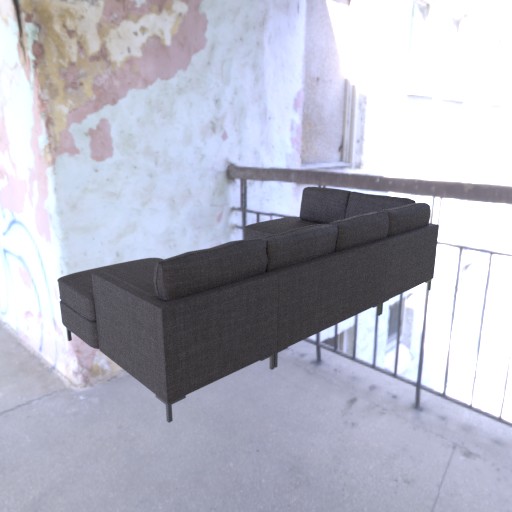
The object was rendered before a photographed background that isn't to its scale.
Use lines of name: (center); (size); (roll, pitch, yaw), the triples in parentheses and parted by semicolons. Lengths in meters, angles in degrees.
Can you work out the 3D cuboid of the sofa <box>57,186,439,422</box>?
sofa: (0.000, 0.000, 4.296); (3.423, 0.999, 2.048); (-14, 21, -41)
